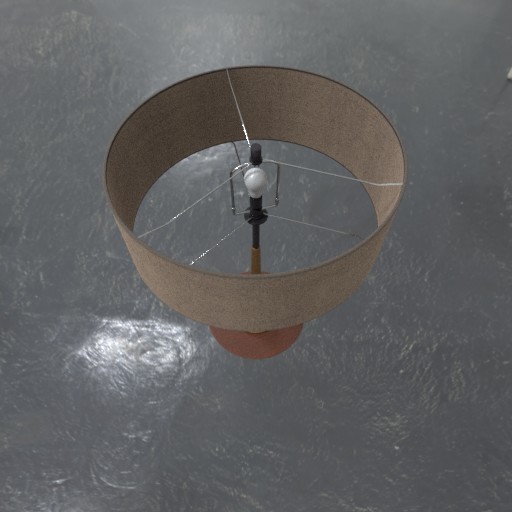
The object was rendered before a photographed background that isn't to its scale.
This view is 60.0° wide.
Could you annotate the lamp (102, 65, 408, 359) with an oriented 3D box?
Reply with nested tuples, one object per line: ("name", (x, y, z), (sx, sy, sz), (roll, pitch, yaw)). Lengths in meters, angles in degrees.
("lamp", (0.000, 0.000, 0.835), (0.417, 0.551, 0.396), (-13, 58, -8))
